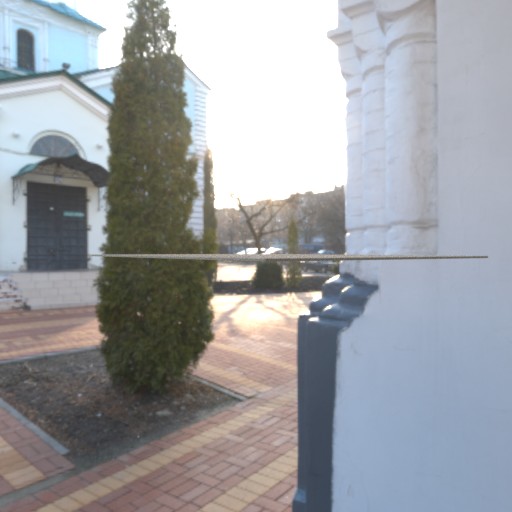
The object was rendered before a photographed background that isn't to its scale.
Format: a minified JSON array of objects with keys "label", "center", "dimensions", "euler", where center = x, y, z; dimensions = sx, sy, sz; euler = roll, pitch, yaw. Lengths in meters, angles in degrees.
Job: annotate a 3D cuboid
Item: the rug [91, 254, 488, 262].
[{"label":"rug","center":[0.000,0.000,2.343],"dimensions":[1.219,0.010,1.829],"euler":[0,1,-35]}]
